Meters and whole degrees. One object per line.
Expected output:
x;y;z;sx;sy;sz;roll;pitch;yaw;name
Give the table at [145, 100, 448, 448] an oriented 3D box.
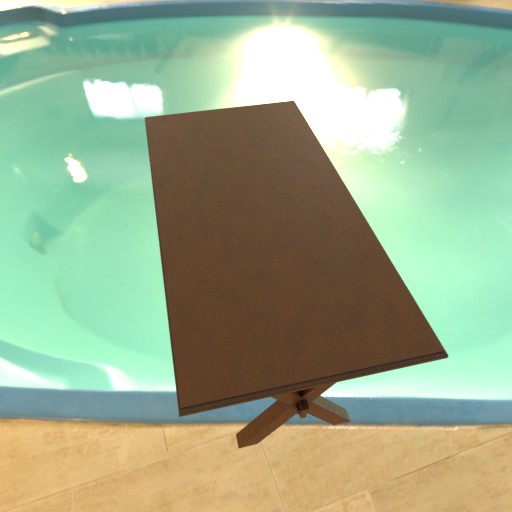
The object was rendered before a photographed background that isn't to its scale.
0.000;0.000;1.494;0.594;0.459;1.197;-10;47;-9;table
